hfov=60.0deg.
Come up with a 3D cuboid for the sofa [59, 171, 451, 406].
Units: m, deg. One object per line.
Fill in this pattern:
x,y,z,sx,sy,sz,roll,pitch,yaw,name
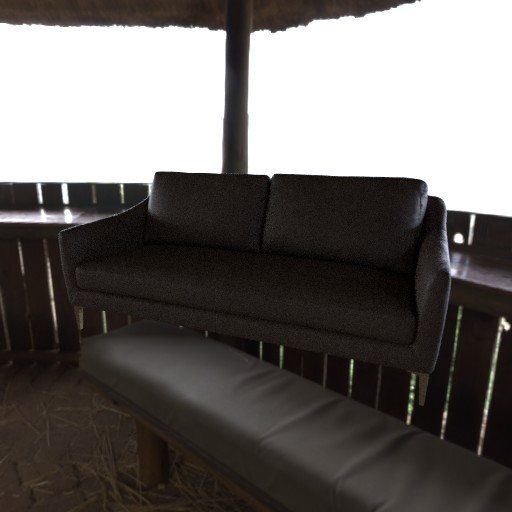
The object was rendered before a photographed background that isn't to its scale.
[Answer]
0.000,0.000,2.513,2.036,0.902,0.960,6,15,24,sofa
